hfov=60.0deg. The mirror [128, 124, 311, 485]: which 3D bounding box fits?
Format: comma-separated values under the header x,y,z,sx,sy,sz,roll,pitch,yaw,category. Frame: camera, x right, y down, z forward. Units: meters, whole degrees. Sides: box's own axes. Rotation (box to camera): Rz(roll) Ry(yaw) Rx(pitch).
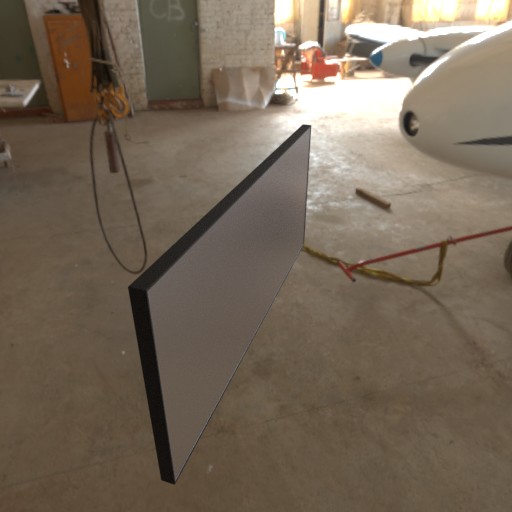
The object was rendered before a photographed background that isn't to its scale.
x,y,z,sx,sy,sz,roll,pitch,yaw,category
0.000,0.000,1.789,0.047,0.692,1.584,10,31,17,mirror
